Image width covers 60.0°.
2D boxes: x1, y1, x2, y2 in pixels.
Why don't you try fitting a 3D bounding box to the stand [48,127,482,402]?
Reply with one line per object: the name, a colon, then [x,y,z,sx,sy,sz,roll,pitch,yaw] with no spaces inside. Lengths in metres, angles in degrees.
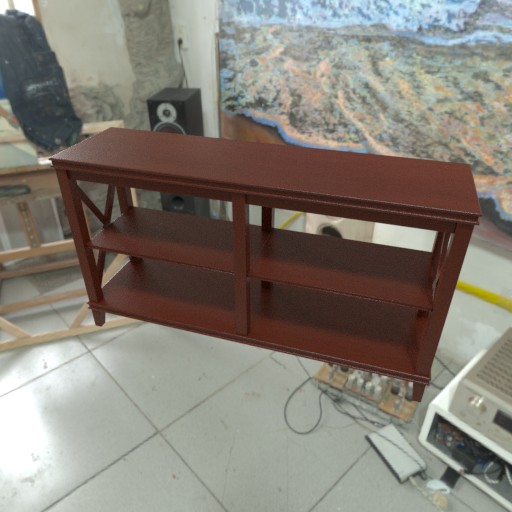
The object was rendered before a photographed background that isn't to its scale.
stand: [0.000,0.000,1.698,1.372,0.762,0.381,10,34,15]
